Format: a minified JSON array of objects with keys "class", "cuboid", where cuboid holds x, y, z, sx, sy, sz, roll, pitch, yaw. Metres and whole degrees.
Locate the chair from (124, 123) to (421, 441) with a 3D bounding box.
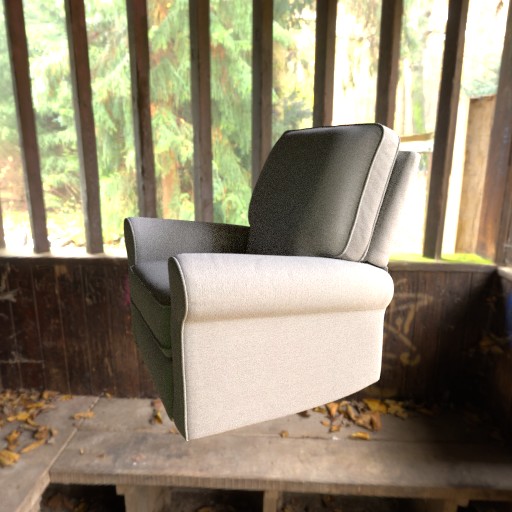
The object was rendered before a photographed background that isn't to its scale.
[{"class":"chair","cuboid":[0.000,0.000,1.680,0.878,0.960,0.890,-7,15,-25]}]
